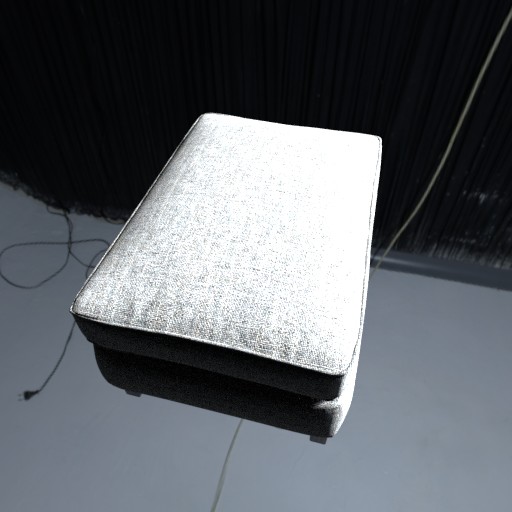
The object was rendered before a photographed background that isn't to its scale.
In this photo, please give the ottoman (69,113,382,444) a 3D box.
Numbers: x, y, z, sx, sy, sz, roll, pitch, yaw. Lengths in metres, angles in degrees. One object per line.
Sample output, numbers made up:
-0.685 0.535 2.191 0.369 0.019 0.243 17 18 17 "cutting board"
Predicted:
0.000 0.000 1.001 0.508 0.406 0.686 11 47 10 "ottoman"
